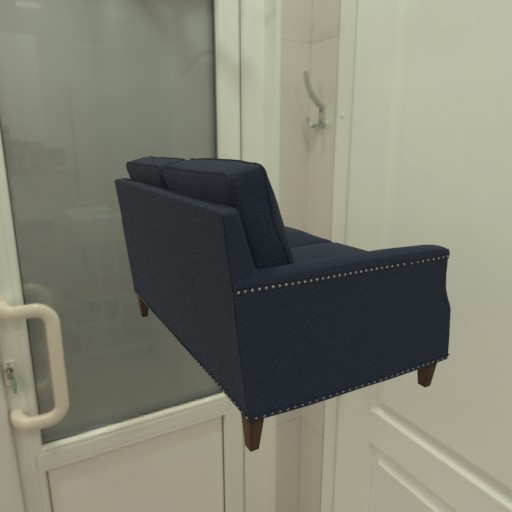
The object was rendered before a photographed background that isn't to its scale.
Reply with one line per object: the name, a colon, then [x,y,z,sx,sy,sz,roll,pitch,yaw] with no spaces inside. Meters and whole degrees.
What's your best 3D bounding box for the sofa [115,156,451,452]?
sofa: [0.000,0.000,2.271,1.084,1.003,1.597,-8,16,-28]
